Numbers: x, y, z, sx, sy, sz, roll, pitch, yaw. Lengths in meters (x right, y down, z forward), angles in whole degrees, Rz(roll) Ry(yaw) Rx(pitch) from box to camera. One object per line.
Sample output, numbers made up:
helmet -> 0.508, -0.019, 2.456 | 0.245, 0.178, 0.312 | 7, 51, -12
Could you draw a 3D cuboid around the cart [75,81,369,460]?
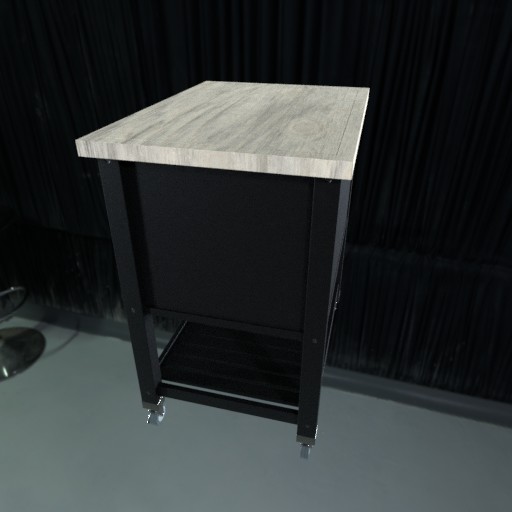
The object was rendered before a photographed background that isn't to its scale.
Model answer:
cart -> 0.000, 0.000, 1.421 | 0.567, 0.920, 0.797 | 7, 31, 13
